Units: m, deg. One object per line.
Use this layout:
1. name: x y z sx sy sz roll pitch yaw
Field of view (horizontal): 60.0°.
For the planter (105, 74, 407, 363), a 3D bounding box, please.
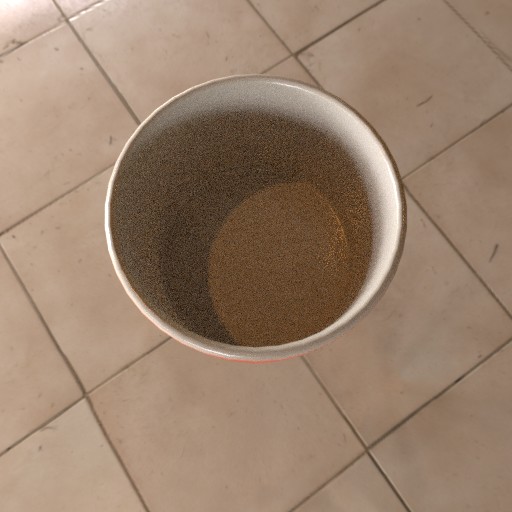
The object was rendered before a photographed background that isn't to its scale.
1. planter: 0.000 0.000 0.406 0.199 0.268 0.199 0 76 0
